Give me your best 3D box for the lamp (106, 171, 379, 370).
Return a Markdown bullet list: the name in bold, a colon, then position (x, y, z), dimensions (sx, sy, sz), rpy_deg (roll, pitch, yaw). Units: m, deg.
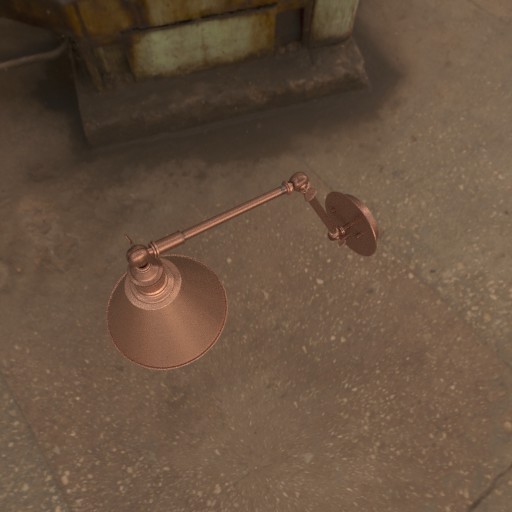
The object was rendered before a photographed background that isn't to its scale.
- **lamp**: position (0.000, 0.000, 0.883), dimensions (0.624, 0.502, 0.223), rpy_deg (-32, 69, -14)
